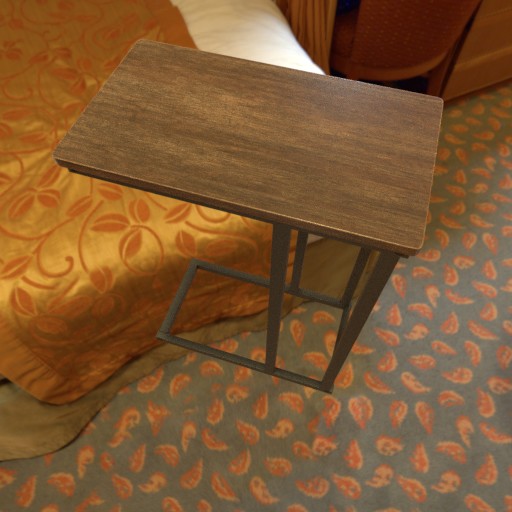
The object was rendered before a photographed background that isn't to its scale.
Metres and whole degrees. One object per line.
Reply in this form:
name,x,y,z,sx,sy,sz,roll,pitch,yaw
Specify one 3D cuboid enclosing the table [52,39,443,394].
table,0.000,0.000,0.839,0.450,0.637,0.254,15,60,9
